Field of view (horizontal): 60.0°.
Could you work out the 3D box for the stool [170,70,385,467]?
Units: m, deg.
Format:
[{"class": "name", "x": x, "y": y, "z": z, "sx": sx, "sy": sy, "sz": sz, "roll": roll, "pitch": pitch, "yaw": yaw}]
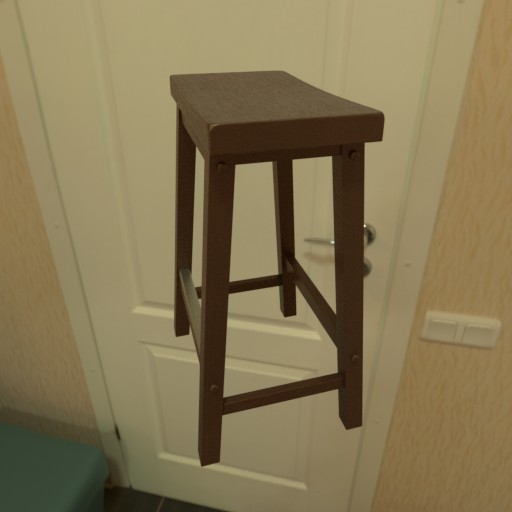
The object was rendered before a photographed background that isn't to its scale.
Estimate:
[{"class": "stool", "x": 0.000, "y": 0.000, "z": 0.856, "sx": 0.322, "sy": 0.610, "sz": 0.406, "roll": -8, "pitch": 31, "yaw": -14}]
